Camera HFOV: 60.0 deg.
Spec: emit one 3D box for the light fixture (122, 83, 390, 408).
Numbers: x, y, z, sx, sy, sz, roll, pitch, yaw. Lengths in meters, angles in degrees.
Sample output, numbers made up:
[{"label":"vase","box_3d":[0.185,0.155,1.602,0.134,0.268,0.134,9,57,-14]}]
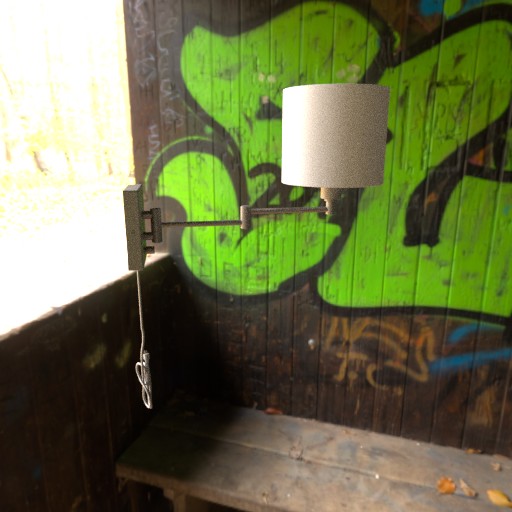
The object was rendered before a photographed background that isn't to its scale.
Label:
[{"label":"light fixture","box_3d":[0.000,0.000,0.916,0.516,0.651,0.203,-3,15,-10]}]
